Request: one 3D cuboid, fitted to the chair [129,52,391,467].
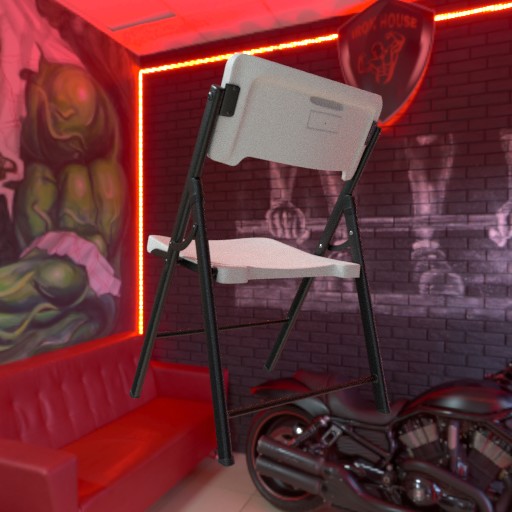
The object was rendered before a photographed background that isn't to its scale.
[{"bbox_3d":[0.000,0.000,1.129,0.482,0.765,0.577,0,1,-35],"label":"chair"}]
